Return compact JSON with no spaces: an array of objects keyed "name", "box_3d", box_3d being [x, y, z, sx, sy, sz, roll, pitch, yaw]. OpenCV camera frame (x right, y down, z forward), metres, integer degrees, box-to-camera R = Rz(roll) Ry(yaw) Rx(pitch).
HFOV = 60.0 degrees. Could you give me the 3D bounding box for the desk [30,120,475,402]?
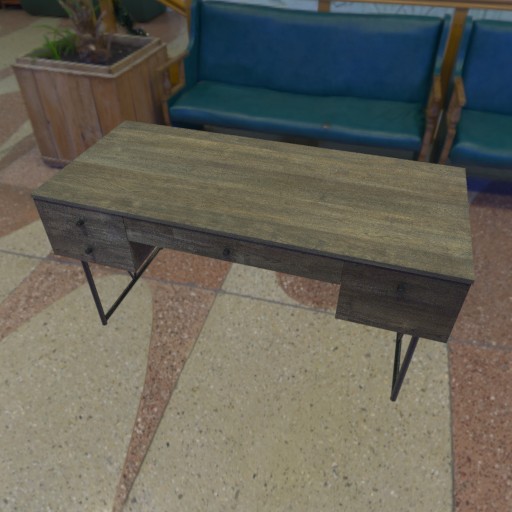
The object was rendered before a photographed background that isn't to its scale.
[{"name":"desk","box_3d":[0.000,0.000,2.021,1.600,0.780,0.730,12,42,13]}]
